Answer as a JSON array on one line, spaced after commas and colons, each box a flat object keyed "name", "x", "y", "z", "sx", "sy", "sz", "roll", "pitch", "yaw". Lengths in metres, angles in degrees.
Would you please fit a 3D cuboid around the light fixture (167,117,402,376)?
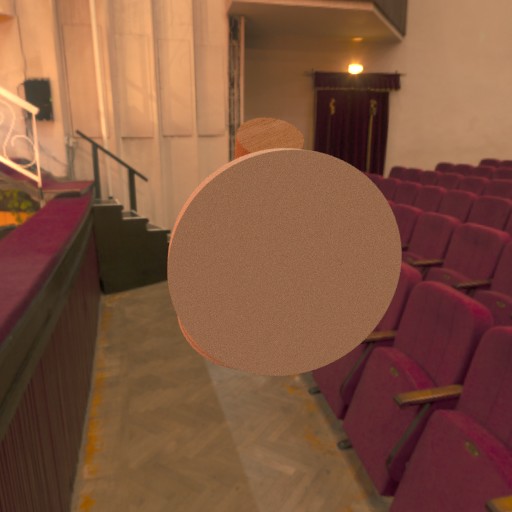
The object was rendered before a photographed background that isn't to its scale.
[{"name": "light fixture", "x": 0.000, "y": 0.000, "z": 0.338, "sx": 0.127, "sy": 0.199, "sz": 0.209, "roll": -3, "pitch": 15, "yaw": -10}]
